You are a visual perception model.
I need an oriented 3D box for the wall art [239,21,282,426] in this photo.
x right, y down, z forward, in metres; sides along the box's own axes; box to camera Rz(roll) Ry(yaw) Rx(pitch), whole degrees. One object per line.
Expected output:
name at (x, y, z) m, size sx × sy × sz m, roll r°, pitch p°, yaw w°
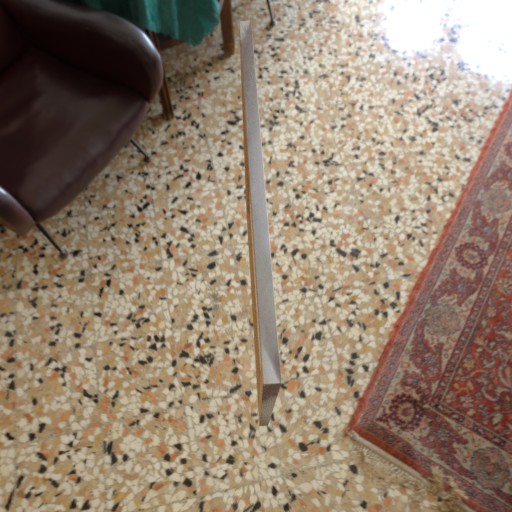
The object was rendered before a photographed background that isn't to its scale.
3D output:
wall art at (0.000, 0.000, 1.138) m, size 0.027 × 0.762 × 0.762 m, roll -3°, pitch 65°, yaw -1°
